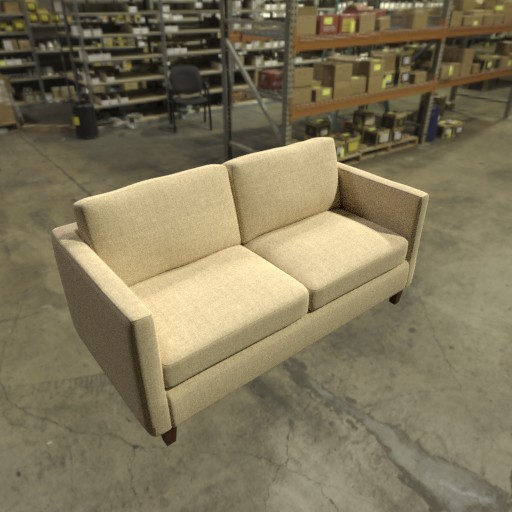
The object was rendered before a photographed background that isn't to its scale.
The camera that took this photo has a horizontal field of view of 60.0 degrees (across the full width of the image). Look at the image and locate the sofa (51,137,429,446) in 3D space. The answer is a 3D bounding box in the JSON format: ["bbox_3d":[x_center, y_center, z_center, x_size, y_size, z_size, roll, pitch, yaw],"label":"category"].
[{"bbox_3d":[0.000,0.000,2.493,1.884,0.963,0.950,-22,37,-33],"label":"sofa"}]
